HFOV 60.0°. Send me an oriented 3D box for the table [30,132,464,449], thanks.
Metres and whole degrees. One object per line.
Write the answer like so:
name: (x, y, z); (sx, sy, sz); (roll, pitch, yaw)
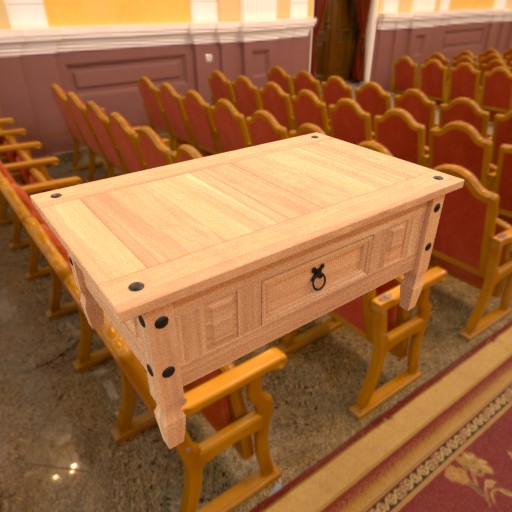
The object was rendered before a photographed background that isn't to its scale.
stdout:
table: (0.000, 0.000, 1.293); (1.000, 0.437, 0.600); (-21, 37, -31)
